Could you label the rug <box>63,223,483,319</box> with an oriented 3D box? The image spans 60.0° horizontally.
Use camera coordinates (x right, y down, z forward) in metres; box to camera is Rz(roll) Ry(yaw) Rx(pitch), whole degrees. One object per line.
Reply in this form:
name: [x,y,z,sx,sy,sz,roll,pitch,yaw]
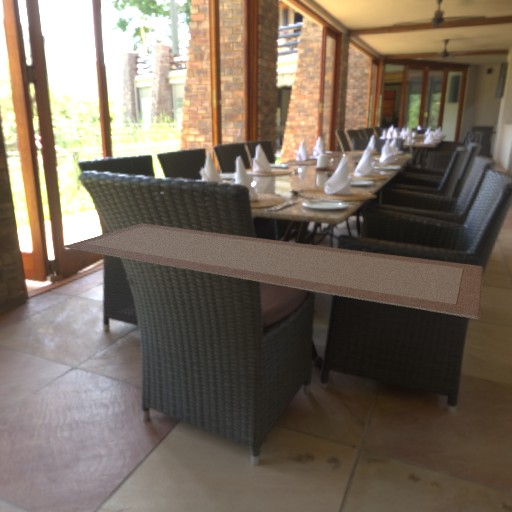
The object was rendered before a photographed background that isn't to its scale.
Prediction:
rug: [0.000,0.000,2.654,2.430,0.012,0.767,8,19,26]
